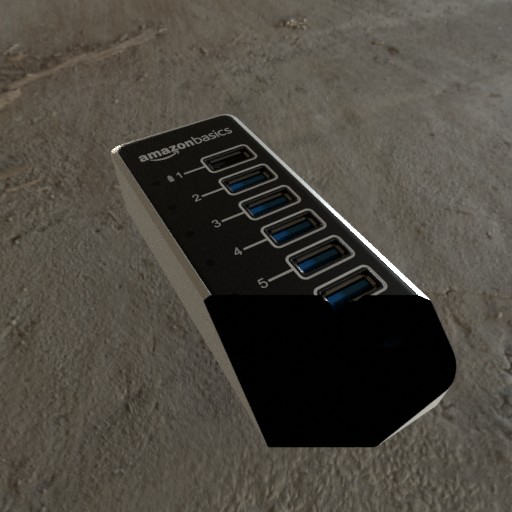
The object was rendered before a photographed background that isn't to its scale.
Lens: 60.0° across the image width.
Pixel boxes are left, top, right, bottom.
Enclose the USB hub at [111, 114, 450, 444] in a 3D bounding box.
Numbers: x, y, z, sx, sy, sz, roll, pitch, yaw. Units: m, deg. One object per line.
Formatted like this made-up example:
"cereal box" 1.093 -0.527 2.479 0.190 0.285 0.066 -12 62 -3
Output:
"USB hub" 0.000 0.000 0.123 0.044 0.023 0.110 -24 52 -20
